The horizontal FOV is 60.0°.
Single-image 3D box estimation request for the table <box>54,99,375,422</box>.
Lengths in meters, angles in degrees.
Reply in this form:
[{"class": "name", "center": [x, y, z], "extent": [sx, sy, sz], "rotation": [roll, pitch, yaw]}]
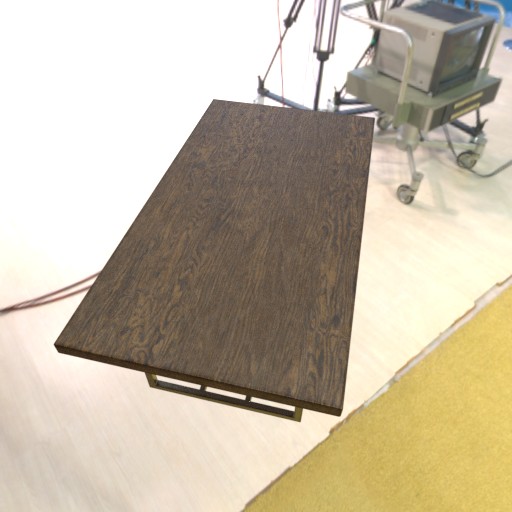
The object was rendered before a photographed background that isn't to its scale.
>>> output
[{"class": "table", "center": [0.000, 0.000, 2.519], "extent": [1.078, 0.795, 1.989], "rotation": [10, 47, 9]}]
